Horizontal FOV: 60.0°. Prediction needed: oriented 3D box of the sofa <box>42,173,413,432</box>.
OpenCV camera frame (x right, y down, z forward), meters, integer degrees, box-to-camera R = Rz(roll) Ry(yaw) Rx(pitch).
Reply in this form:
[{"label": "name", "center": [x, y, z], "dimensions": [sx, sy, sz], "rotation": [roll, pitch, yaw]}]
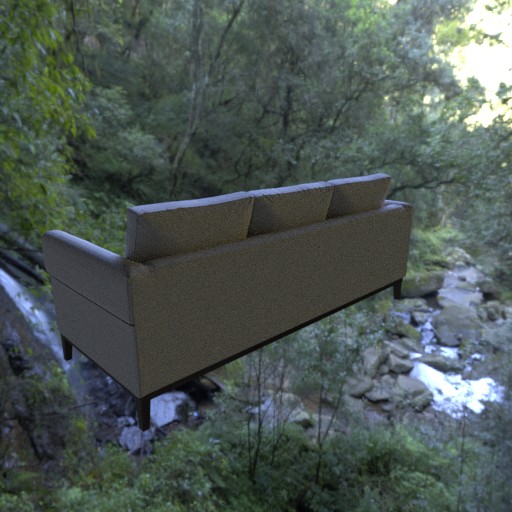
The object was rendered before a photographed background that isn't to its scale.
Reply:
[{"label": "sofa", "center": [0.000, 0.000, 2.714], "dimensions": [2.198, 0.911, 0.902], "rotation": [-15, 22, -42]}]
